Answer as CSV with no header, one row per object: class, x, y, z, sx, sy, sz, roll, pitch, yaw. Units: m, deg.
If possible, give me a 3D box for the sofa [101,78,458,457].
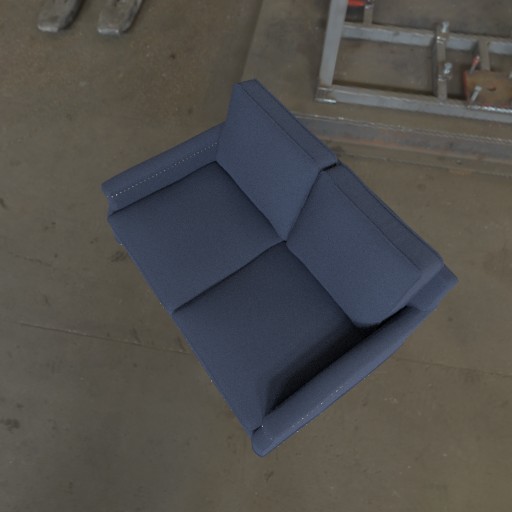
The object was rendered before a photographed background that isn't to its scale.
sofa,0.000,0.000,2.334,1.084,1.003,1.597,-32,66,-16
